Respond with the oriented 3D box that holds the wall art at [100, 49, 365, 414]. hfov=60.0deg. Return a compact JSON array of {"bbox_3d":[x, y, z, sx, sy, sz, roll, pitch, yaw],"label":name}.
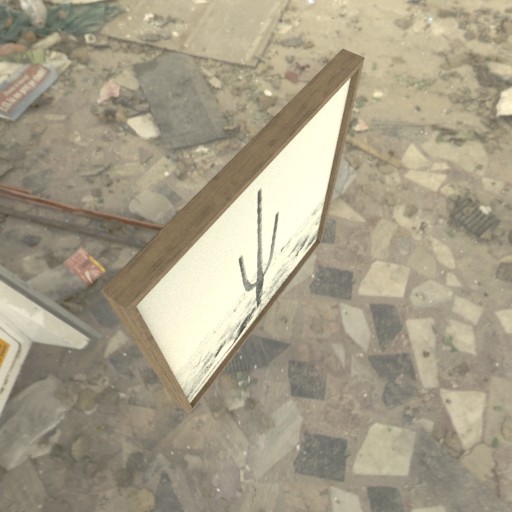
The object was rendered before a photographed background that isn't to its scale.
[{"bbox_3d":[0.000,0.000,0.783,0.038,0.508,0.508,32,64,18],"label":"wall art"}]
